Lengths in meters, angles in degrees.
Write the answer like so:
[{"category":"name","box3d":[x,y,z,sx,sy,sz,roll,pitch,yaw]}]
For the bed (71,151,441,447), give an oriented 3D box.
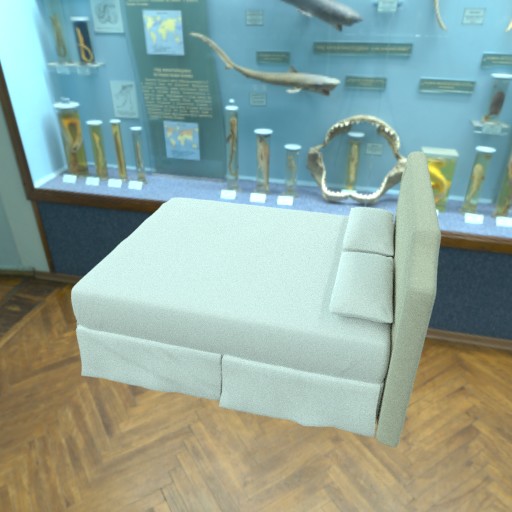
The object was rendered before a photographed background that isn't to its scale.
[{"category":"bed","box3d":[0.000,0.000,3.109,2.116,1.290,1.693,8,31,13]}]
